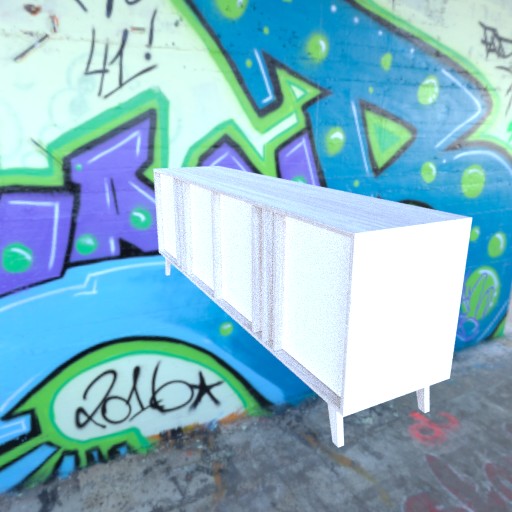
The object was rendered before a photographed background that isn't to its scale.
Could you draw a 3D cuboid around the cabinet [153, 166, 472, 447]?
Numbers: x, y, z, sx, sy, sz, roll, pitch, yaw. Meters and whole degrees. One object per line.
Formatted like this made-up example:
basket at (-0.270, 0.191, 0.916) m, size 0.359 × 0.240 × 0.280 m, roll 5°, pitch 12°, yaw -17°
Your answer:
cabinet at (0.000, 0.000, 2.428) m, size 0.500 × 0.780 × 2.200 m, roll -8°, pitch 18°, yaw -26°
